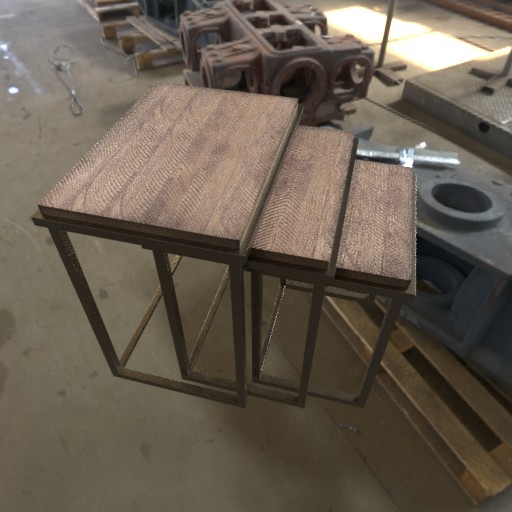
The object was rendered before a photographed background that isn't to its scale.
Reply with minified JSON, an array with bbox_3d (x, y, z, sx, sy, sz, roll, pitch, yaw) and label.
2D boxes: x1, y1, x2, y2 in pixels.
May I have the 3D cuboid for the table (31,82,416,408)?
[{"bbox_3d":[0.000,0.000,1.139,0.706,0.610,0.559,10,46,10],"label":"table"}]
